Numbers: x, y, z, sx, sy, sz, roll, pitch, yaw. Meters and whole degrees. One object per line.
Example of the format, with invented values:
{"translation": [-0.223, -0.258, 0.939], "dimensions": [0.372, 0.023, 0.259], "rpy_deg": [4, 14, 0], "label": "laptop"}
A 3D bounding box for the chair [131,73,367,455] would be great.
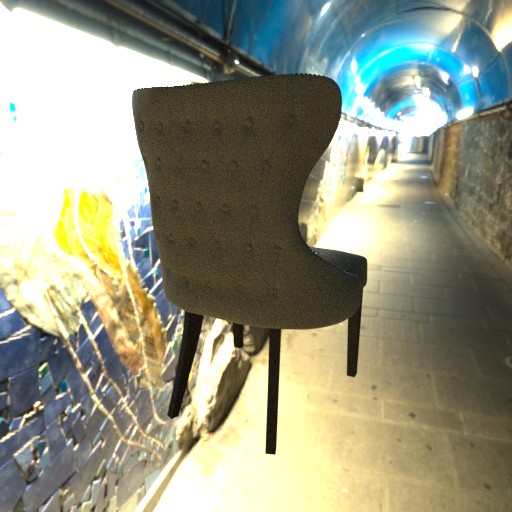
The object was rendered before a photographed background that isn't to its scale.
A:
{"translation": [0.000, 0.000, 1.366], "dimensions": [0.628, 0.967, 0.635], "rpy_deg": [8, 16, 28], "label": "chair"}
